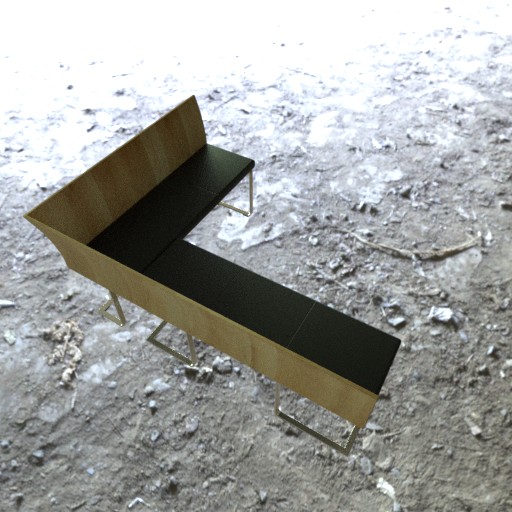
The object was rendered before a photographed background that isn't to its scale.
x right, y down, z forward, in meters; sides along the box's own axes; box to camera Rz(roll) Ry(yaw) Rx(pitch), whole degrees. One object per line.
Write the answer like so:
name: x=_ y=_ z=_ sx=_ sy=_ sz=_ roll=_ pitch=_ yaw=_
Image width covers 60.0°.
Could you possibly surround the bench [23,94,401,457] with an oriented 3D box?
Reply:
bench: x=0.000 y=0.000 z=2.747 sx=1.945 sy=0.930 sz=1.495 roll=24 pitch=52 yaw=20
